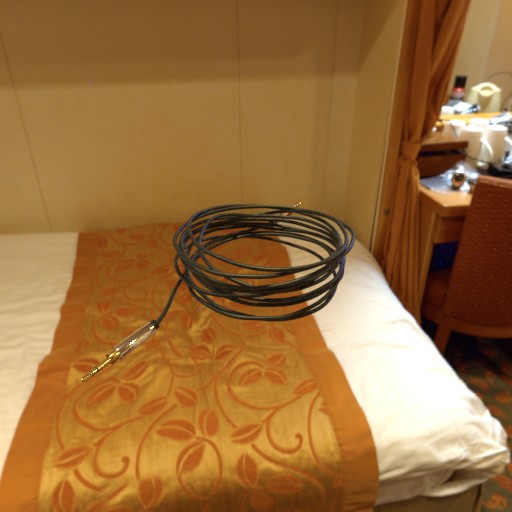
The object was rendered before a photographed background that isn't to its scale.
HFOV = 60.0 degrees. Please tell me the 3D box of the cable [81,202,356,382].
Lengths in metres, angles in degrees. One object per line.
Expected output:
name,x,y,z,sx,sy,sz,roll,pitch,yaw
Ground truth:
cable,0.000,0.000,0.499,0.198,0.069,0.432,17,34,27
